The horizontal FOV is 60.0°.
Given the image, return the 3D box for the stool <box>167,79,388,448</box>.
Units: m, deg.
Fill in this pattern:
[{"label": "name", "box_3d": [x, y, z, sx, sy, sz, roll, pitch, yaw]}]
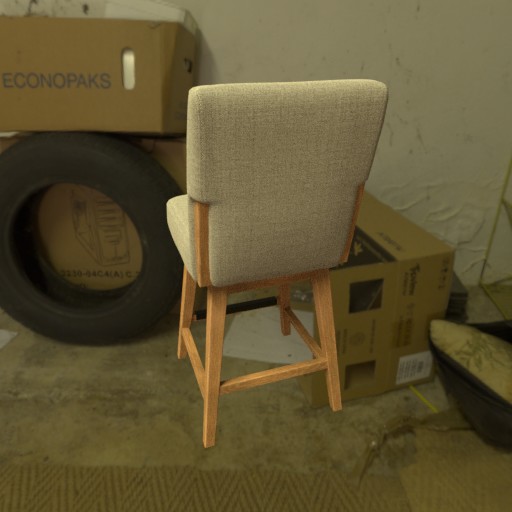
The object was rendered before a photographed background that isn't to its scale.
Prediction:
[{"label": "stool", "box_3d": [0.000, 0.000, 1.320, 0.459, 1.010, 0.526, -9, 28, -17]}]
